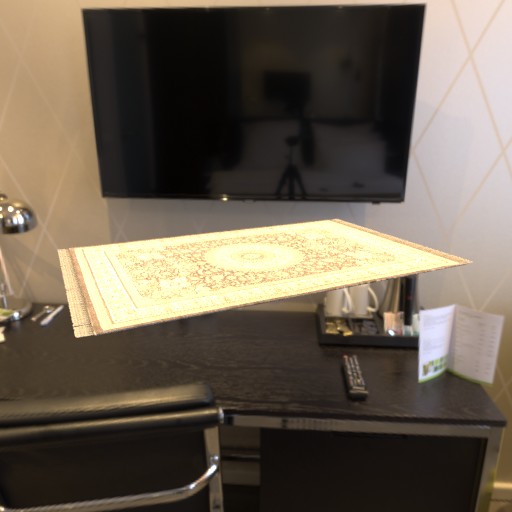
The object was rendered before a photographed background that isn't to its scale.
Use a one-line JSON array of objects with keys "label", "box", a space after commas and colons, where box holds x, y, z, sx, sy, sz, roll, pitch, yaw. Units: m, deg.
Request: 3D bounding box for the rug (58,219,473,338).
[{"label": "rug", "box": [0.000, 0.000, 4.269, 3.422, 0.015, 2.143, -8, 18, -25]}]
